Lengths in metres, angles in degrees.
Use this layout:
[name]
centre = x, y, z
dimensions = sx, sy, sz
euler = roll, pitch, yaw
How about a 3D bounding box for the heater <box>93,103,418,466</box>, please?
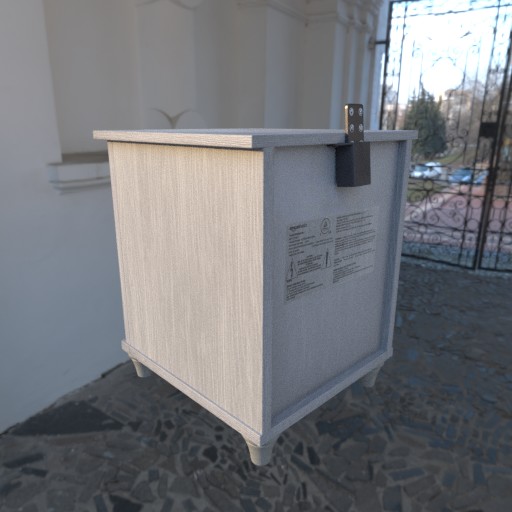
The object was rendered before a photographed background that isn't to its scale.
[heater]
centre = 0.000, 0.000, 0.755
dimensions = 0.362, 0.481, 0.400
euler = -16, 23, -42
